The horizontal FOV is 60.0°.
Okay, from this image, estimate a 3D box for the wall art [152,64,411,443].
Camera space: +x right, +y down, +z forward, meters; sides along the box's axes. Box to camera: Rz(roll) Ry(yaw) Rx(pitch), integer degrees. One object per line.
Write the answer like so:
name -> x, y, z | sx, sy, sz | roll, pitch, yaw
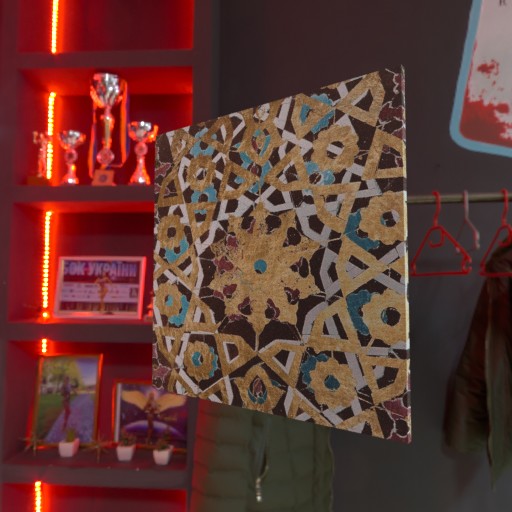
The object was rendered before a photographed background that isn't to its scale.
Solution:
wall art -> 0.000, 0.000, 0.598 | 0.404, 0.406, 0.010 | -2, -4, 37
